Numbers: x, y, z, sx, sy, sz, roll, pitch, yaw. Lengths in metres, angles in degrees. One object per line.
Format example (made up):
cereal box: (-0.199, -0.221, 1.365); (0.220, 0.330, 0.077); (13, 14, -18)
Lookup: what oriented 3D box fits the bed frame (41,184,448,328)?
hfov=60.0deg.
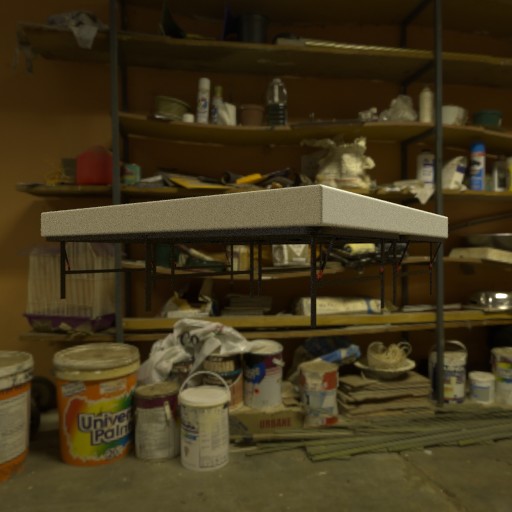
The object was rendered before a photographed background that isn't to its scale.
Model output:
bed frame: (0.000, 0.000, 3.038); (2.032, 0.559, 1.930); (0, 1, 36)
